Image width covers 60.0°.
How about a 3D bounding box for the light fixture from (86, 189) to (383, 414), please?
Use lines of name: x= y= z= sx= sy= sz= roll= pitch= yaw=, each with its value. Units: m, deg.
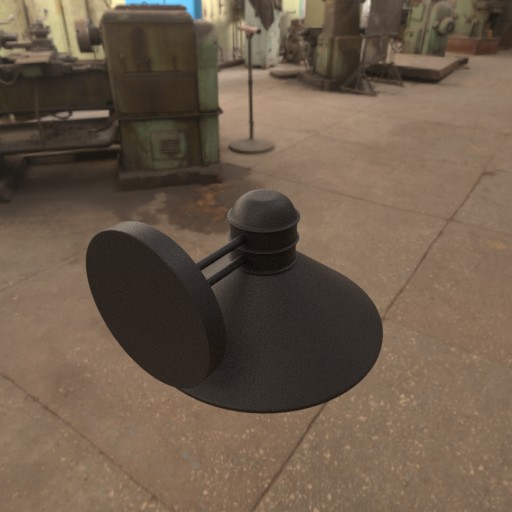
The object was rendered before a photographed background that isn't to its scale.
light fixture: x=0.000 y=0.000 z=0.672 sx=0.396 sy=0.265 sz=0.434 roll=21 pitch=37 yaw=31
